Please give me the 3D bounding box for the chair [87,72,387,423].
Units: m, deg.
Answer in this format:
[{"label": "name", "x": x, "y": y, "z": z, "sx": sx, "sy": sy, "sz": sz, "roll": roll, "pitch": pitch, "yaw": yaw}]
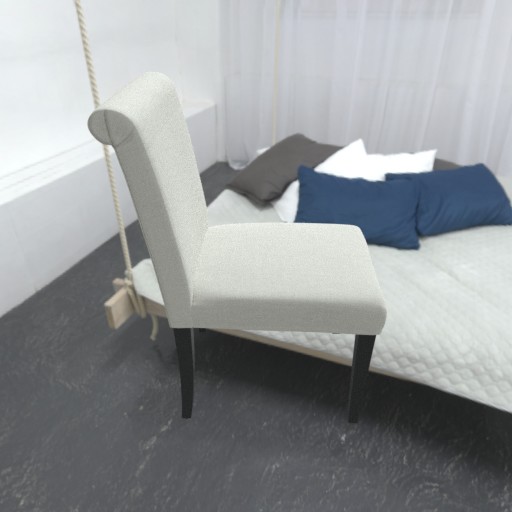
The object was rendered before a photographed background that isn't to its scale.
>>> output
[{"label": "chair", "x": 0.000, "y": 0.000, "z": 1.345, "sx": 0.708, "sy": 0.976, "sz": 0.452, "roll": 1, "pitch": 32, "yaw": 1}]
